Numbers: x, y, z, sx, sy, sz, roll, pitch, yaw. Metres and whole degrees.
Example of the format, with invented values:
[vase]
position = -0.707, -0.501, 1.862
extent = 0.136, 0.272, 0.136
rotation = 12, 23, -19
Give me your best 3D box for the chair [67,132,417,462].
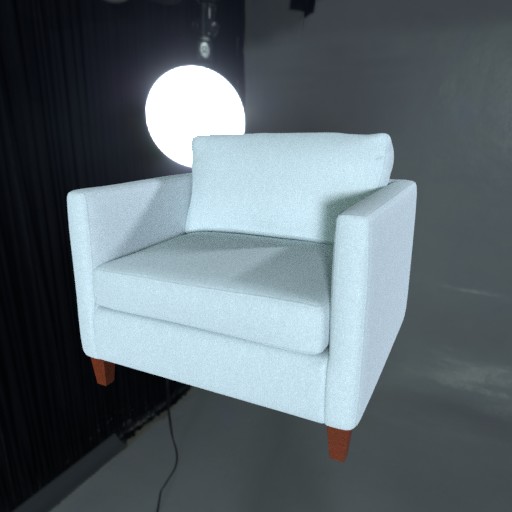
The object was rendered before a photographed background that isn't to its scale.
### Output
[chair]
position = 0.000, 0.000, 1.790
extent = 1.107, 0.961, 0.953
rotation = 8, 17, 25
